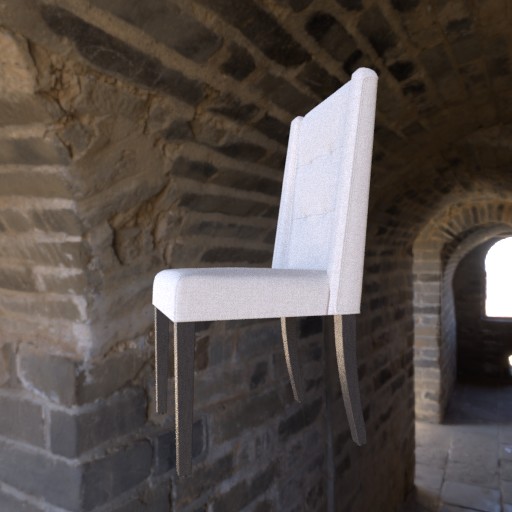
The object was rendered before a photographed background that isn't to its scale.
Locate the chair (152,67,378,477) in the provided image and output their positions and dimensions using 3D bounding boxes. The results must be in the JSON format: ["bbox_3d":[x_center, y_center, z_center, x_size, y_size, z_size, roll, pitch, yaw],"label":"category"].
[{"bbox_3d":[0.000,0.000,1.241,0.523,0.961,0.474,0,-1,-19],"label":"chair"}]
